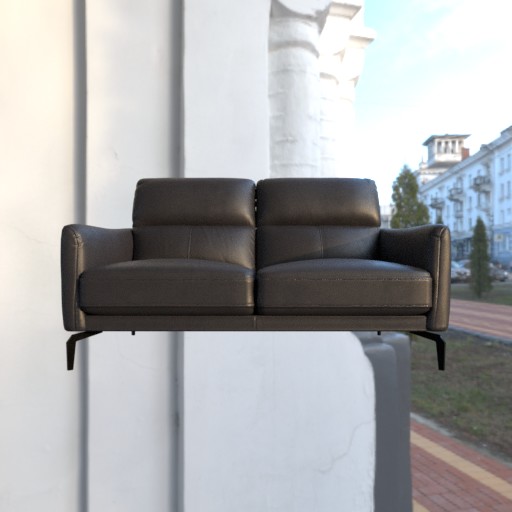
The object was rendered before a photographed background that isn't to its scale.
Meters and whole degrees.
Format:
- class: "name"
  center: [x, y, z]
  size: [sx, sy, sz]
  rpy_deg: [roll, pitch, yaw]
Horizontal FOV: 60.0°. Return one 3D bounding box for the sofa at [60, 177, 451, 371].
- class: "sofa"
  center: [0.000, 0.000, 2.168]
  size: [1.596, 0.920, 0.958]
  rpy_deg: [0, -1, 0]
